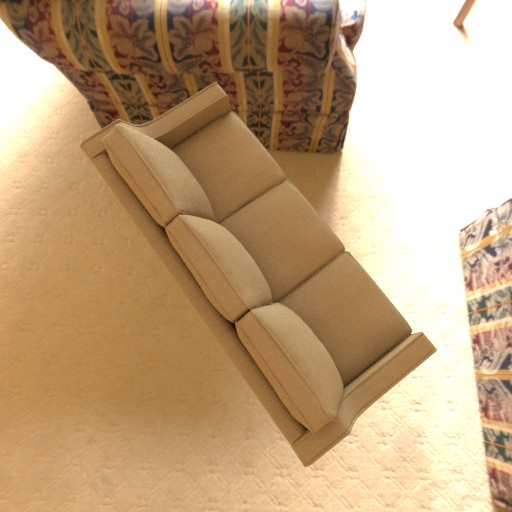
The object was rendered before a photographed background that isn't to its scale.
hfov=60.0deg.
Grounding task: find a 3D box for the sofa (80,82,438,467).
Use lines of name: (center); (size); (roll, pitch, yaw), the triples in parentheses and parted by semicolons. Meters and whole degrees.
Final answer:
sofa: (0.000, 0.000, 2.567); (0.911, 0.974, 1.986); (-35, 78, -9)
